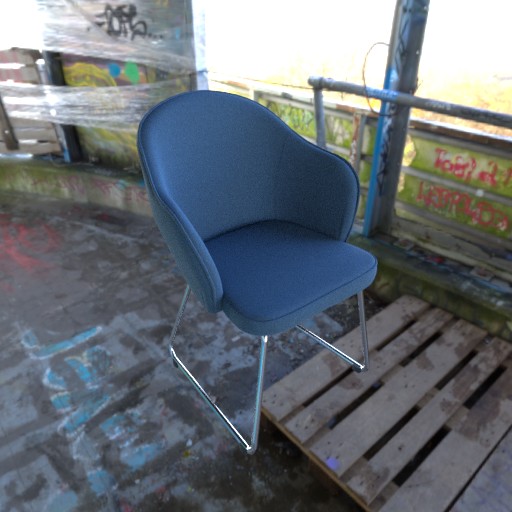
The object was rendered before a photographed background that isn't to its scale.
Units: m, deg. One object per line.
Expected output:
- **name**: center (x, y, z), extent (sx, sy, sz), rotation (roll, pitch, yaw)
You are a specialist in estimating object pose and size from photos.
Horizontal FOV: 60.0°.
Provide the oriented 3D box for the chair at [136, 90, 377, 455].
- **chair**: center (0.000, 0.000, 1.265), extent (0.570, 0.815, 0.585), rotation (-23, 38, -33)
